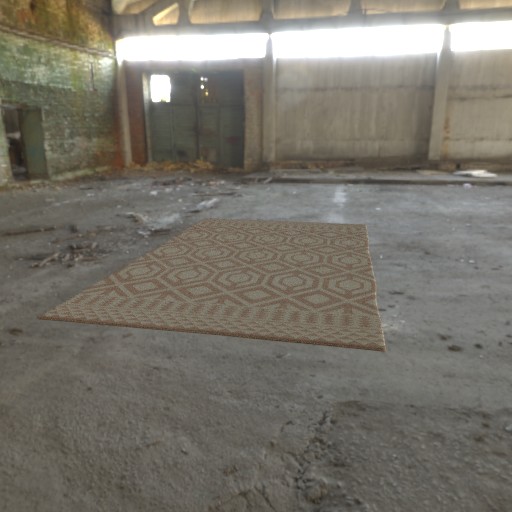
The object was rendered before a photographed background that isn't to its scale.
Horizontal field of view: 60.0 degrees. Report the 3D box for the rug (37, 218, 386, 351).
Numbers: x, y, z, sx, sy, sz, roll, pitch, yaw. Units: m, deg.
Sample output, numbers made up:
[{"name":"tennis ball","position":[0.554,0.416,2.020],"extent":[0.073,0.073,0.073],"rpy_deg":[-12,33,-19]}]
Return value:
[{"name":"rug","position":[0.000,0.000,2.994],"extent":[1.526,0.011,2.435],"rpy_deg":[3,16,11]}]
